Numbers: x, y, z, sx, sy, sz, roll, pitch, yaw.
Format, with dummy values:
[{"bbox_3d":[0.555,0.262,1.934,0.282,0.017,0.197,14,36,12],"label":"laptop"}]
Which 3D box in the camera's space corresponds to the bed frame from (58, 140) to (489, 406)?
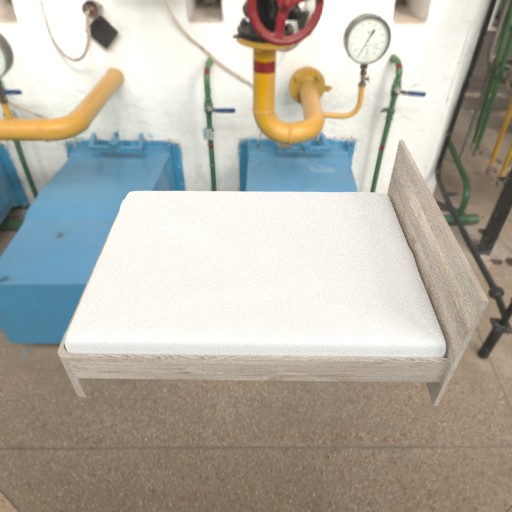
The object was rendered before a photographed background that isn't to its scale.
[{"bbox_3d":[0.000,0.000,2.672,1.950,0.800,1.490,0,40,1],"label":"bed frame"}]
